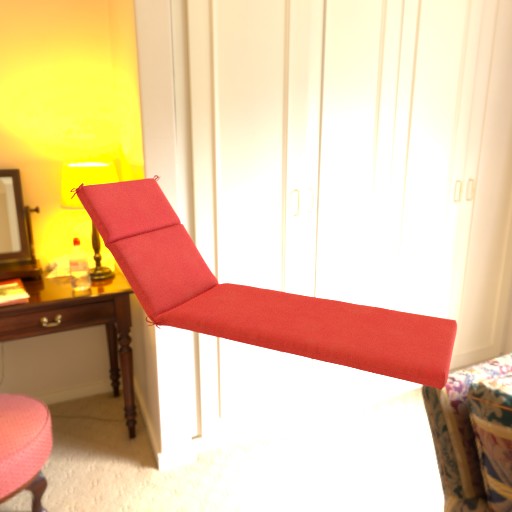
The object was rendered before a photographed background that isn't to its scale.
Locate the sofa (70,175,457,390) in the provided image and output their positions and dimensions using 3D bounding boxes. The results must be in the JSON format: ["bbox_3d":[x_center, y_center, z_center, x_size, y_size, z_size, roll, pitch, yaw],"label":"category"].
[{"bbox_3d":[0.000,0.000,1.964,1.663,0.622,0.582,7,16,26],"label":"sofa"}]
